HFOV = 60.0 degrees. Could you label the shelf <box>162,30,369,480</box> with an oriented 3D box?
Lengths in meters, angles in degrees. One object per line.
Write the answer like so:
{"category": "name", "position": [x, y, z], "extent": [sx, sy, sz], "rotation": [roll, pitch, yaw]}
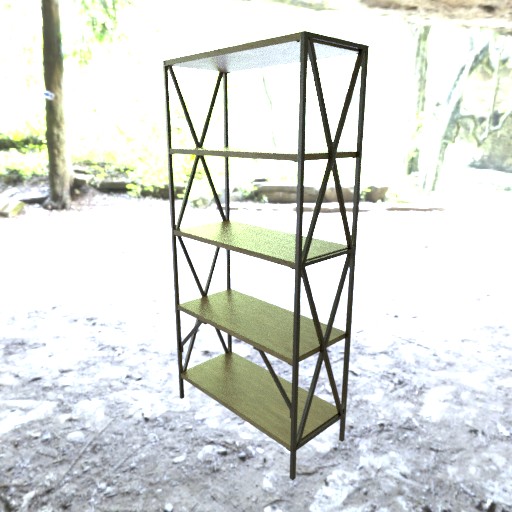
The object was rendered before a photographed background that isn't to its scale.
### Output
{"category": "shelf", "position": [0.000, 0.000, 2.145], "extent": [0.386, 1.803, 0.874], "rotation": [-14, 21, -42]}
